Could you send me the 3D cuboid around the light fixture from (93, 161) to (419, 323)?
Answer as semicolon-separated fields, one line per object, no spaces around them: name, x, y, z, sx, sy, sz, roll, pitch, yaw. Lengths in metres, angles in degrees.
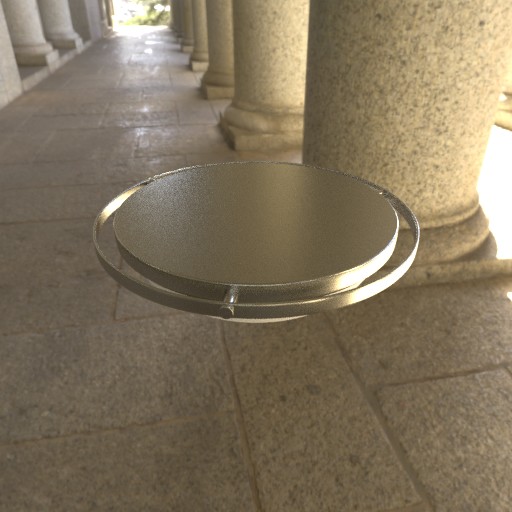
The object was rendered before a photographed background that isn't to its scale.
light fixture;0.000;0.000;0.543;0.361;0.130;0.361;0;30;0
